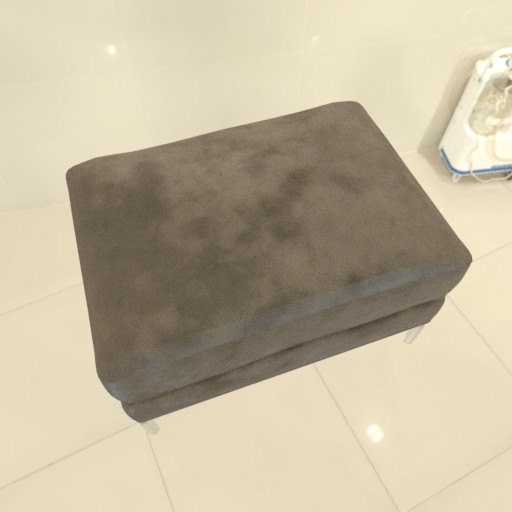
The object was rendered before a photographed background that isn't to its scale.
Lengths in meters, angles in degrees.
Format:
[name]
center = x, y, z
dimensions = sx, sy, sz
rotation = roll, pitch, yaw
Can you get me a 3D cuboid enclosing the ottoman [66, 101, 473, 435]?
[ottoman]
center = 0.000, 0.000, 1.038
dimensions = 0.719, 0.456, 0.520
rotation = -16, 59, -10
